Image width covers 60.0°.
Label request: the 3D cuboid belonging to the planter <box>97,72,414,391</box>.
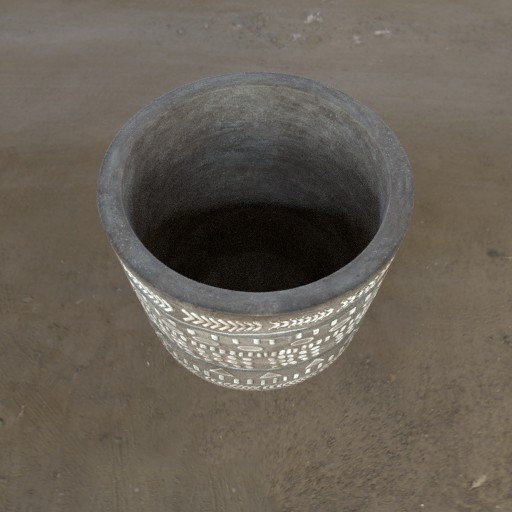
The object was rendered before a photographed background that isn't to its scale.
[{"bbox_3d":[0.000,0.000,0.225,0.122,0.128,0.122,0,59,0],"label":"planter"}]
